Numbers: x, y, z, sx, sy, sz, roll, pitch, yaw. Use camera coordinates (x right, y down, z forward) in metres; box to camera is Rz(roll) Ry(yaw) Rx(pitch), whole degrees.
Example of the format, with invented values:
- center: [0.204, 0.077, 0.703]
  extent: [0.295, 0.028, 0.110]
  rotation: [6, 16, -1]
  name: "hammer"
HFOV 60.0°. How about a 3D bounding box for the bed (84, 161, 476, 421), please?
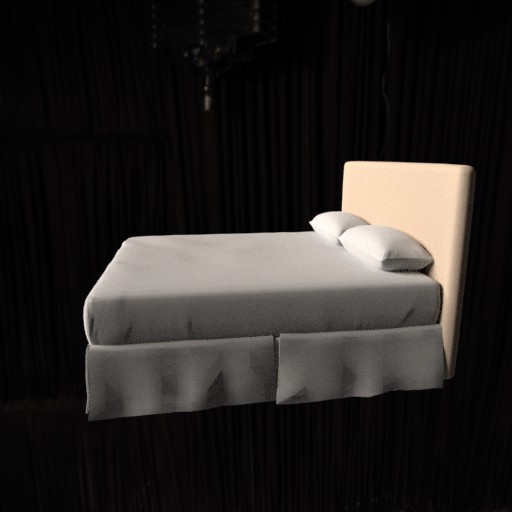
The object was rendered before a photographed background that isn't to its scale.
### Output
- center: [0.000, 0.000, 3.218]
  extent: [2.142, 1.330, 1.884]
  rotation: [-2, 13, -9]
  name: "bed"
